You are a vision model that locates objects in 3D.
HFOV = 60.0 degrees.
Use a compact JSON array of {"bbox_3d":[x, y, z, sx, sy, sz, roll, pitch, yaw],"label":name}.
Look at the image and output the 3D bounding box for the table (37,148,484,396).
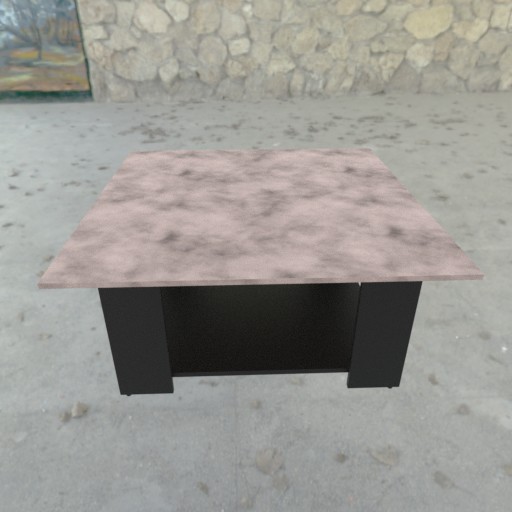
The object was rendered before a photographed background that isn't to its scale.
[{"bbox_3d":[0.000,0.000,1.028,0.670,0.305,0.670,-1,30,-2],"label":"table"}]
